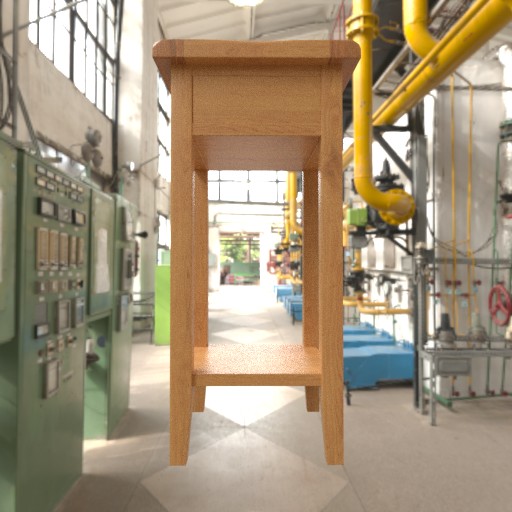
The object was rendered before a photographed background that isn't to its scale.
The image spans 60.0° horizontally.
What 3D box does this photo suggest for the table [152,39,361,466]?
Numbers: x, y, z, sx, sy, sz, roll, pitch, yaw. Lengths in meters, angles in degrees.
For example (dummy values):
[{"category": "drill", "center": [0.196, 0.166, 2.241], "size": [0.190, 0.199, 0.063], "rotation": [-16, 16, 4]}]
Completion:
[{"category": "table", "center": [0.000, 0.000, 0.936], "size": [0.360, 0.740, 0.360], "rotation": [0, -1, 0]}]
